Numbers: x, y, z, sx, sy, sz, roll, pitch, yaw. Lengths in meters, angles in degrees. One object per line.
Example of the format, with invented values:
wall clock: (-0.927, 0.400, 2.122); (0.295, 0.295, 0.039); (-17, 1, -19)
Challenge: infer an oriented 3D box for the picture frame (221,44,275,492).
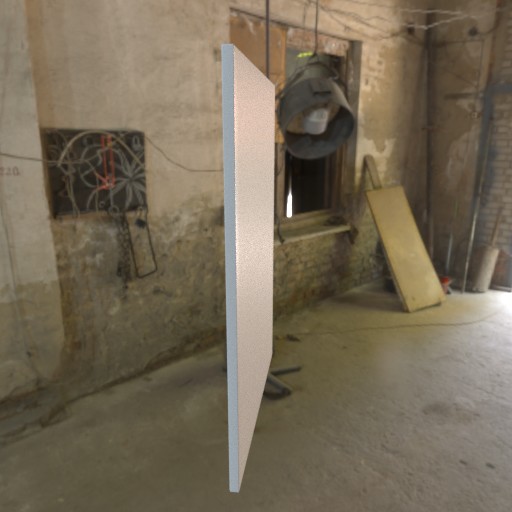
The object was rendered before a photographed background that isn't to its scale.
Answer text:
picture frame: (0.000, 0.000, 0.686); (0.012, 0.534, 0.381); (2, 15, 8)
